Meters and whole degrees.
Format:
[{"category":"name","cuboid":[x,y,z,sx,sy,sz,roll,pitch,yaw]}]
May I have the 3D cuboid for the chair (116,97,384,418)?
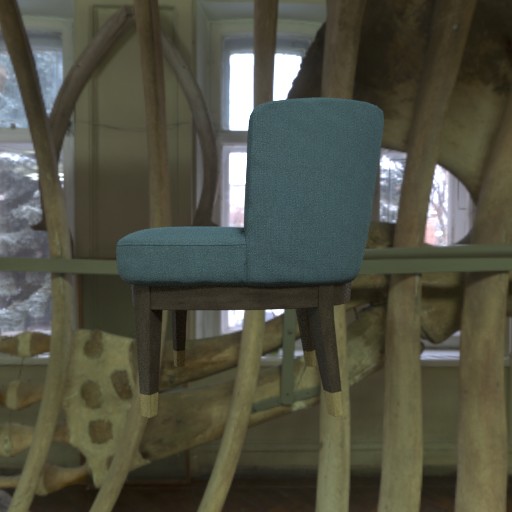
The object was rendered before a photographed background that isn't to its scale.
[{"category":"chair","cuboid":[0.000,0.000,1.286,0.702,0.760,0.661,0,1,-1]}]
